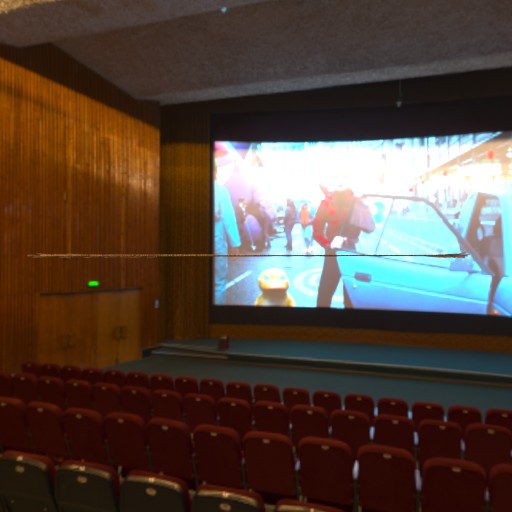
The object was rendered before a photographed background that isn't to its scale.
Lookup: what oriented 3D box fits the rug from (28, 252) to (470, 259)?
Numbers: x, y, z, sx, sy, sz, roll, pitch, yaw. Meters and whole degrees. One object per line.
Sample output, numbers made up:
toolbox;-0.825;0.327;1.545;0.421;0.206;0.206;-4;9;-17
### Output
rug;0.000;0.000;2.476;2.021;0.027;1.224;0;0;18
